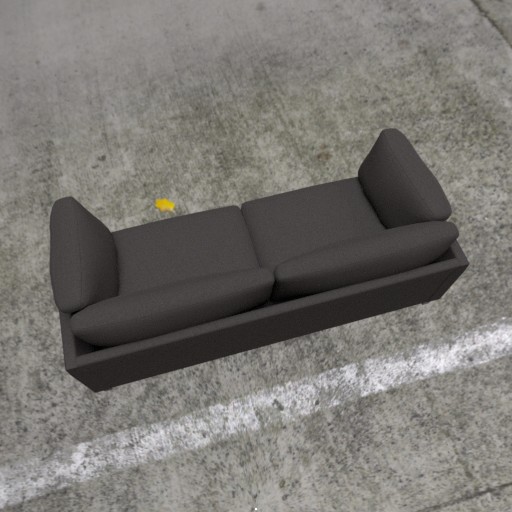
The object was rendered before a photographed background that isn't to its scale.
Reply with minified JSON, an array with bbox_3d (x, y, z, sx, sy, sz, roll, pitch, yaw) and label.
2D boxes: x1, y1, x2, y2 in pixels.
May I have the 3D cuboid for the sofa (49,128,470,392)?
[{"bbox_3d":[0.000,0.000,2.749,2.312,0.792,0.969,-14,61,-8],"label":"sofa"}]
